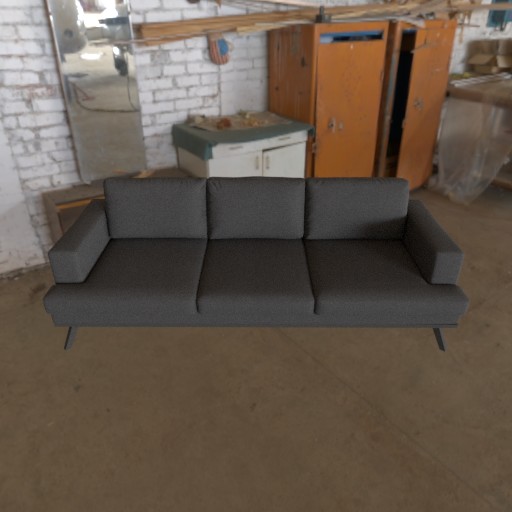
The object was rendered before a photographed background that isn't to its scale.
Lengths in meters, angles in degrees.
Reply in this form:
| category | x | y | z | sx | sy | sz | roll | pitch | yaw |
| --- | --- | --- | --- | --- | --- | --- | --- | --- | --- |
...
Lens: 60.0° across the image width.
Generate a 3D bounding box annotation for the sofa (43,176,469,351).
| category | x | y | z | sx | sy | sz | roll | pitch | yaw |
| --- | --- | --- | --- | --- | --- | --- | --- | --- | --- |
| sofa | 0.000 | 0.000 | 2.758 | 2.310 | 0.810 | 0.920 | 0 | 30 | 0 |
